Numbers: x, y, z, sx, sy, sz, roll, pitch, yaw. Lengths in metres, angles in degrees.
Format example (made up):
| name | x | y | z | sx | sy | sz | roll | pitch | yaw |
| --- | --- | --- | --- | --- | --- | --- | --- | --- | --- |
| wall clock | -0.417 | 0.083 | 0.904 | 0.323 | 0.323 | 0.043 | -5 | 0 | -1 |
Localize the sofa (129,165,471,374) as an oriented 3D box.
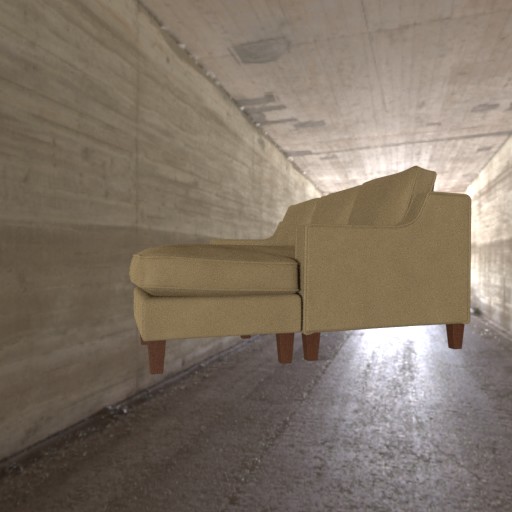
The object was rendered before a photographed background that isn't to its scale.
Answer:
| name | x | y | z | sx | sy | sz | roll | pitch | yaw |
| --- | --- | --- | --- | --- | --- | --- | --- | --- | --- |
| sofa | 0.000 | 0.000 | 3.310 | 1.858 | 1.066 | 2.317 | 0 | 0 | -18 |
